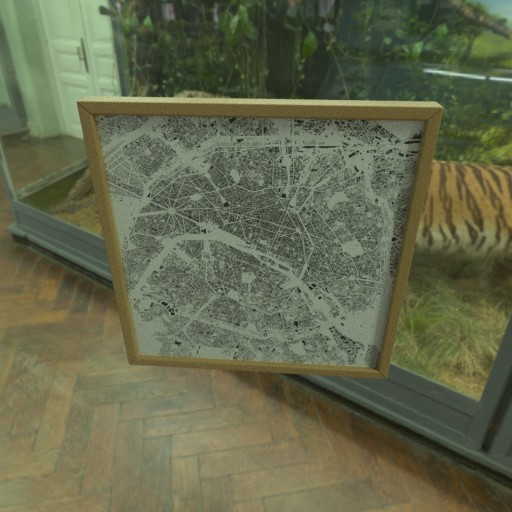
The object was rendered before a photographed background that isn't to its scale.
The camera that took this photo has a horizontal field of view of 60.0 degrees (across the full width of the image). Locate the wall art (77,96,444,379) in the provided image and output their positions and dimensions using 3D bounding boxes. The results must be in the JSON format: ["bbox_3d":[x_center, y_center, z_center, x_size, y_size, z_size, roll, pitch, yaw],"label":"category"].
[{"bbox_3d":[0.000,0.000,0.757,0.509,0.509,0.036,2,31,4],"label":"wall art"}]
